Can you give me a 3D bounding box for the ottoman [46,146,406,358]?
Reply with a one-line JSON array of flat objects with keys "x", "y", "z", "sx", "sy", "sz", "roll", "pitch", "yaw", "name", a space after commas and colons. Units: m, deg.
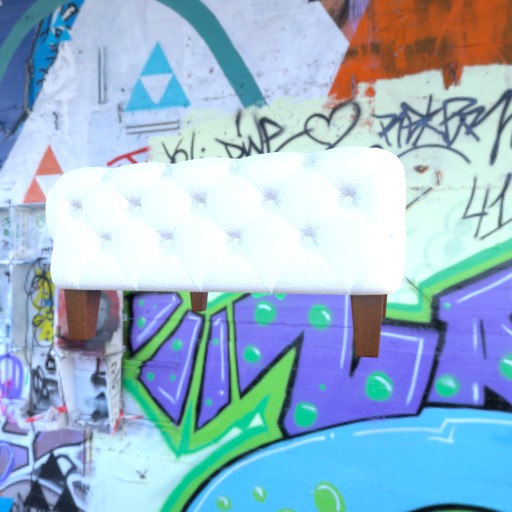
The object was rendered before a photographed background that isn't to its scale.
[{"x": 0.000, "y": 0.000, "z": 1.191, "sx": 0.753, "sy": 0.376, "sz": 0.755, "roll": 0, "pitch": -1, "yaw": 17, "name": "ottoman"}]
